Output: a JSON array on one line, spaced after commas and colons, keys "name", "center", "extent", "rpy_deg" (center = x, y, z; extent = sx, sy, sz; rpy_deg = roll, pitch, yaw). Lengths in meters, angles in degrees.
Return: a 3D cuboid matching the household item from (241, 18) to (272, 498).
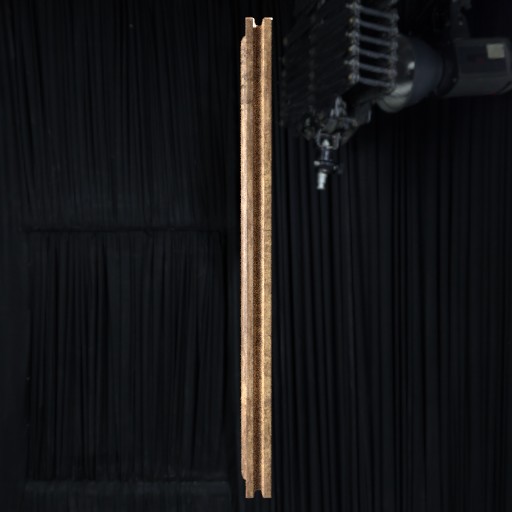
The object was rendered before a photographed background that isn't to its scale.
[{"name": "household item", "center": [0.000, 0.000, 0.311], "extent": [0.018, 0.237, 0.186], "rpy_deg": [0, 2, -1]}]
